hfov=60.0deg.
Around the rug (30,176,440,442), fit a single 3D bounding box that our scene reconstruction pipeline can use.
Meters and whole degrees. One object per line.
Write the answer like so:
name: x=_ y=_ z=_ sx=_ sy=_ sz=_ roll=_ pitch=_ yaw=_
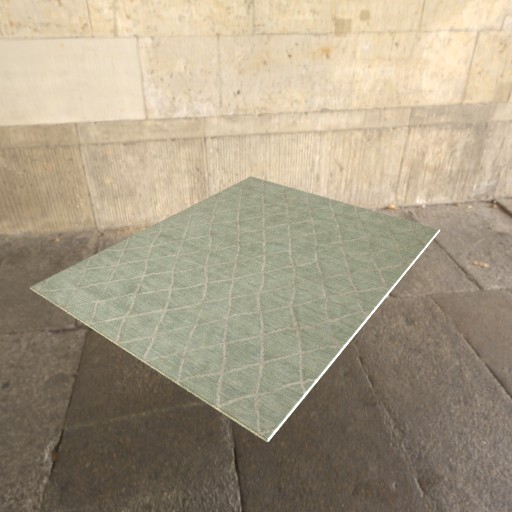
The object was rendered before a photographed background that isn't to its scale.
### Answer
rug: x=0.000 y=0.000 z=4.097 sx=2.420 sy=0.019 sz=3.039 roll=21 pitch=38 yaw=30
